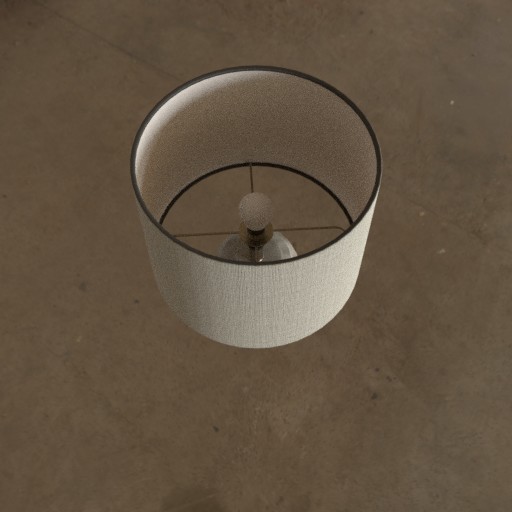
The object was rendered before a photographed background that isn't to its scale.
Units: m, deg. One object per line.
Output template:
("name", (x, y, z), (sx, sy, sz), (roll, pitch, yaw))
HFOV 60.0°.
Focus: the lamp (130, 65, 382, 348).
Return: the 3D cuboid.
("lamp", (0.000, 0.000, 0.838), (0.376, 0.594, 0.376), (0, 63, 0))
